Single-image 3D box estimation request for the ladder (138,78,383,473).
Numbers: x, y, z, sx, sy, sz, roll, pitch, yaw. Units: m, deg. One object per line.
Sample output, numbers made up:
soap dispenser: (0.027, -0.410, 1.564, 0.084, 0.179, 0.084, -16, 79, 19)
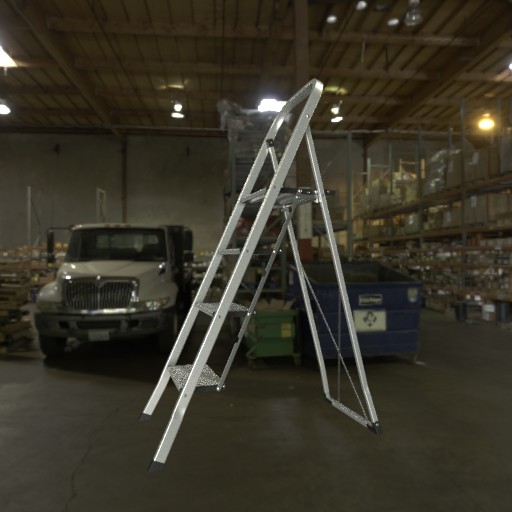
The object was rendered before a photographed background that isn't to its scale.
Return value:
ladder: (0.000, 0.000, 1.666, 0.830, 1.290, 0.465, 0, 0, -18)
